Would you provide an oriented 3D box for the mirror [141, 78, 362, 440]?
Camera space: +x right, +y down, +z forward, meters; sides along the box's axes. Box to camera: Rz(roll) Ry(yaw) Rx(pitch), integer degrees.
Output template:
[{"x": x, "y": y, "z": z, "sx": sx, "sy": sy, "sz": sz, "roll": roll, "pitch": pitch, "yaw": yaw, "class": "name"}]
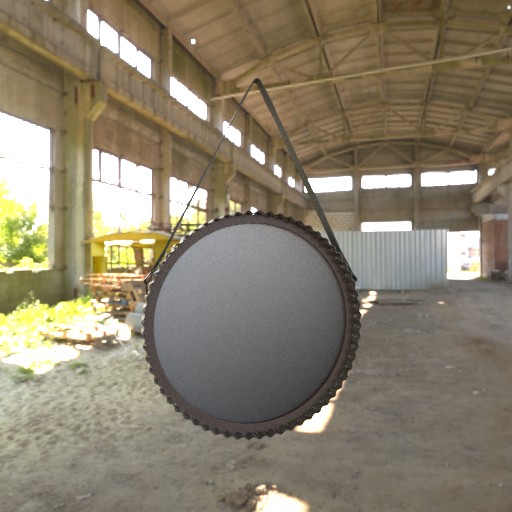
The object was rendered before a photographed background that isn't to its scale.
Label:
[{"x": 0.000, "y": 0.000, "z": 0.709, "sx": 0.355, "sy": 0.568, "sz": 0.042, "roll": 0, "pitch": -1, "yaw": -16, "class": "mirror"}]
